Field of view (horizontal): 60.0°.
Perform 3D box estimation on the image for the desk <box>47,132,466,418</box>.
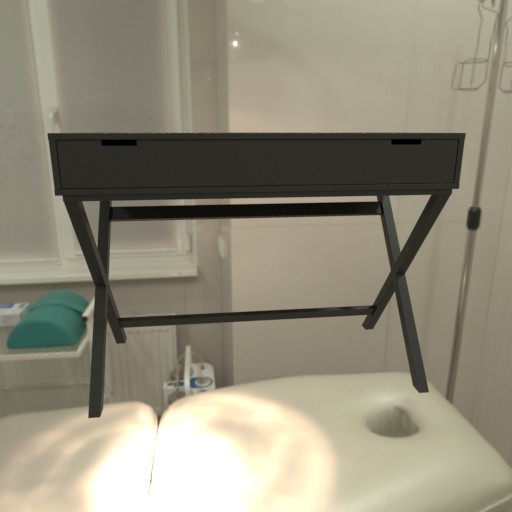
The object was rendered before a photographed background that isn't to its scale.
[{"bbox_3d":[0.000,0.000,1.456,1.057,0.780,0.504,-2,16,-7],"label":"desk"}]
